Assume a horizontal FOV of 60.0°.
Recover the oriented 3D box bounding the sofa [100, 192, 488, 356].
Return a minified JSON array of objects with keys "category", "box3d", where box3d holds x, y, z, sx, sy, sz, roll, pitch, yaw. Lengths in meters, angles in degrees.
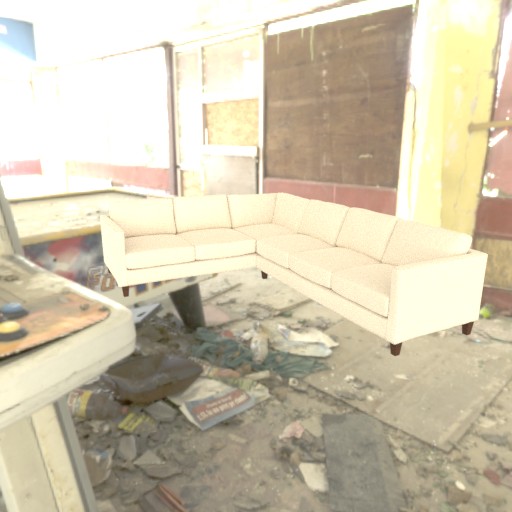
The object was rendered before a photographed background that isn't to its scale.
[{"category":"sofa","box3d":[0.000,0.000,4.315,2.432,0.863,3.182,-8,17,-26]}]
